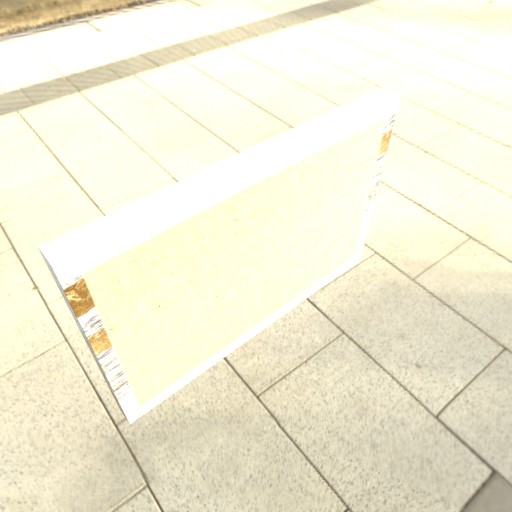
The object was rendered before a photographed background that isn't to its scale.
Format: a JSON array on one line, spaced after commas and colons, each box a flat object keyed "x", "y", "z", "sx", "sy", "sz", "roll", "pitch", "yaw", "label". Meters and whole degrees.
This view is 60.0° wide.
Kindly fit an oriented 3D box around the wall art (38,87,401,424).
[{"x": 0.000, "y": 0.000, "z": 0.767, "sx": 0.606, "sy": 0.407, "sz": 0.041, "roll": -32, "pitch": 54, "yaw": -26, "label": "wall art"}]
